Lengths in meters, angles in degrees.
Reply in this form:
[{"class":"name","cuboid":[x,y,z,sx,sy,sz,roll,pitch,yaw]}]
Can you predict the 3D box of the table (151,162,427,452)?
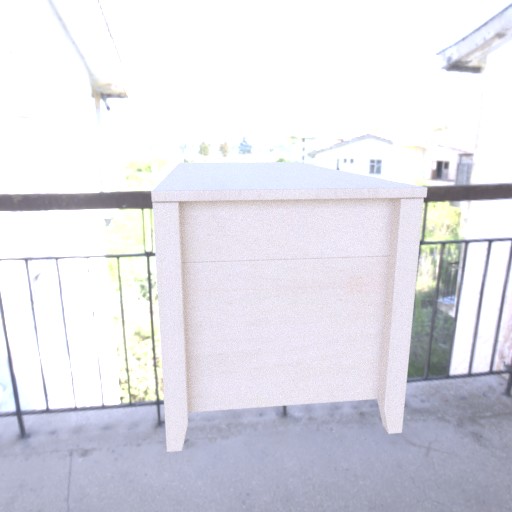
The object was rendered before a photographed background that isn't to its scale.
[{"class":"table","cuboid":[0.000,0.000,1.268,0.457,0.483,1.016,-2,14,-7]}]
